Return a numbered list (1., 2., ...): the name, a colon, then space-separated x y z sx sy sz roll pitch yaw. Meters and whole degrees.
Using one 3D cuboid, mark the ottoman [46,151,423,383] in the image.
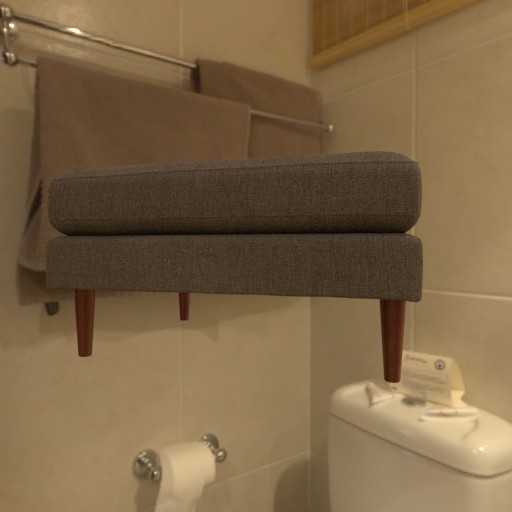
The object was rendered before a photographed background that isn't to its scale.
1. ottoman: 0.000 0.000 1.224 0.821 0.474 0.693 0 1 17
